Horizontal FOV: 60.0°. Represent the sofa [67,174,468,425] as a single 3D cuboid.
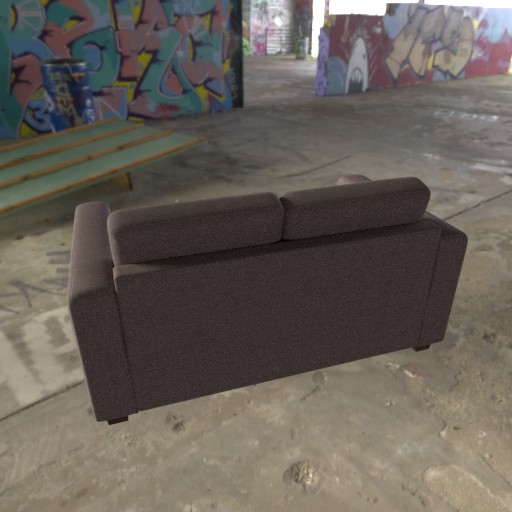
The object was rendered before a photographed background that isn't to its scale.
[{"bbox_3d":[0.000,0.000,2.004,1.520,0.800,0.900,-9,29,-16],"label":"sofa"}]
